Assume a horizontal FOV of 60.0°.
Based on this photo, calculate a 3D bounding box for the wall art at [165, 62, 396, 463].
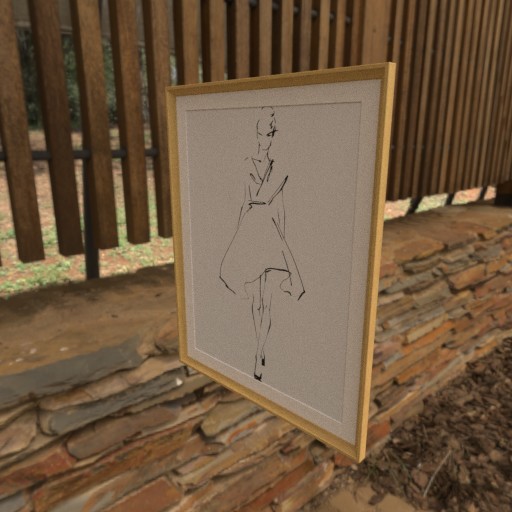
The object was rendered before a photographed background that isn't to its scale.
[{"bbox_3d":[0.000,0.000,1.336,0.798,1.002,0.030,14,21,42],"label":"wall art"}]
